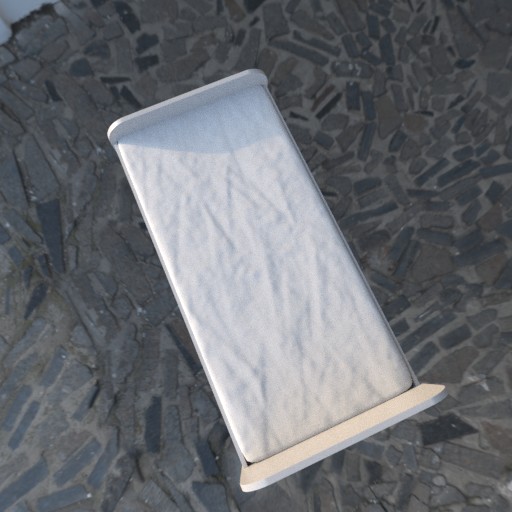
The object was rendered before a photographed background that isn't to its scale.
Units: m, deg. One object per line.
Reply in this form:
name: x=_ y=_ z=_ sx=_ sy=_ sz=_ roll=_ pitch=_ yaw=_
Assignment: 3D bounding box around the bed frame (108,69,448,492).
bed frame: x=0.000 y=0.000 z=2.423 sx=0.998 sy=0.805 sz=1.963 roll=-23 pitch=77 yaw=-6
